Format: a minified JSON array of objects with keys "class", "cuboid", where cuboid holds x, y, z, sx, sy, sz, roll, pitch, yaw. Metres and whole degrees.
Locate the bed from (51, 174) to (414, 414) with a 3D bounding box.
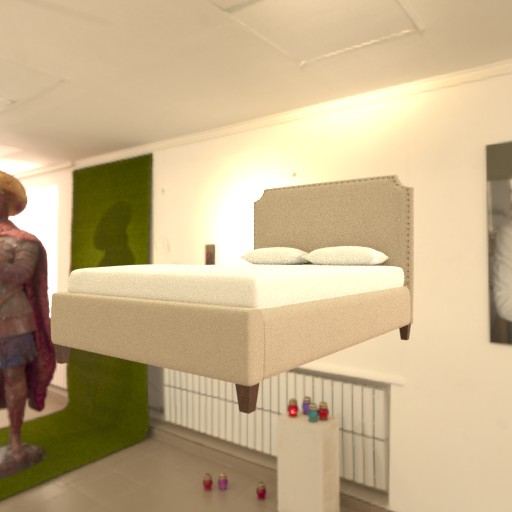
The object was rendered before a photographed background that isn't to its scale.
[{"class":"bed","cuboid":[0.000,0.000,3.420,1.713,1.443,2.372,0,0,37]}]
